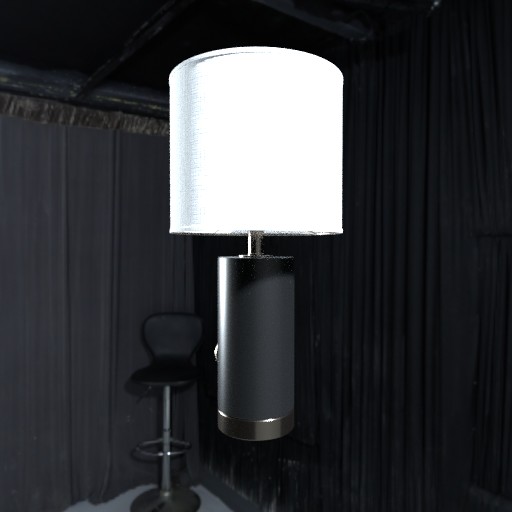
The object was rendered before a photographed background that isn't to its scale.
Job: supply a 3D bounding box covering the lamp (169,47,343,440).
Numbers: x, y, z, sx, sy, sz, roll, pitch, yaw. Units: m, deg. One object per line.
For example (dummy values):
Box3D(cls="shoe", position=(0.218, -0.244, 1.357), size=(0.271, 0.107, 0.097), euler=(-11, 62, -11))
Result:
Box3D(cls="lamp", position=(0.000, 0.000, 0.630), size=(0.241, 0.482, 0.240), euler=(-1, 1, -37))
